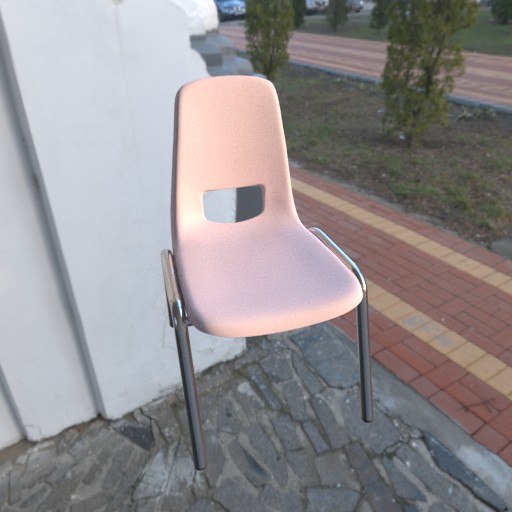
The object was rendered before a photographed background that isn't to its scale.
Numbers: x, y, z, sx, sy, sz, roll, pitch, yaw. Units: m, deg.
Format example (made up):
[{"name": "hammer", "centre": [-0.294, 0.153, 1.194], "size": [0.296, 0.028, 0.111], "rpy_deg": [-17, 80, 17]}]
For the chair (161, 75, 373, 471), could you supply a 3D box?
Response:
[{"name": "chair", "centre": [0.000, 0.000, 0.843], "size": [0.354, 0.586, 0.423], "rpy_deg": [-9, 32, -15]}]
